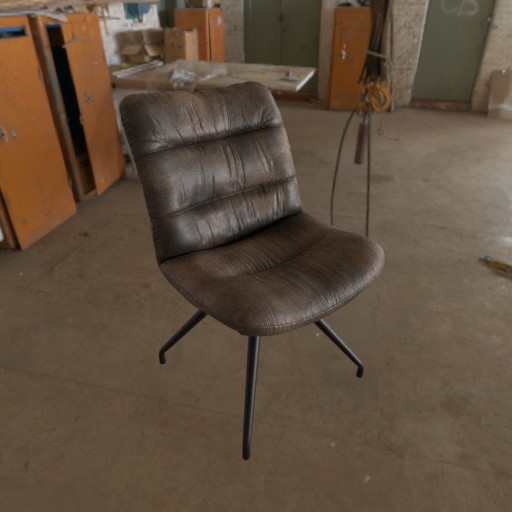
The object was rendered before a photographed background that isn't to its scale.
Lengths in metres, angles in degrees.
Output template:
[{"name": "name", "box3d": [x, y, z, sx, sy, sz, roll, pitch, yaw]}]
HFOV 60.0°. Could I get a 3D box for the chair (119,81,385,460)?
[{"name": "chair", "box3d": [0.000, 0.000, 1.294, 0.549, 0.870, 0.622, -22, 37, -33]}]
